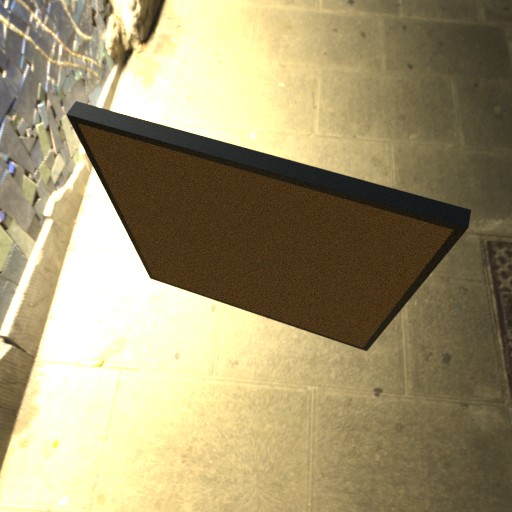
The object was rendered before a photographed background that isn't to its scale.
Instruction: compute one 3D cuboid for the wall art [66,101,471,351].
[{"bbox_3d":[0.000,0.000,1.141,0.763,0.763,0.038,17,64,9],"label":"wall art"}]
